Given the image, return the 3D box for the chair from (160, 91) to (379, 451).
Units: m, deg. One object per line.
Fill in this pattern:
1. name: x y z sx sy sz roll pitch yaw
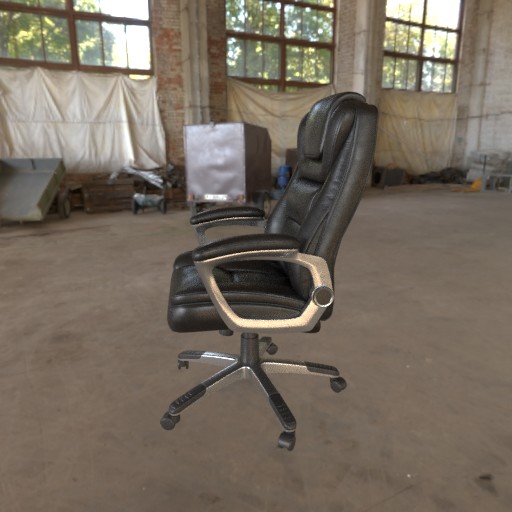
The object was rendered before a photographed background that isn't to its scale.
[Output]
1. chair: 0.000 0.000 1.540 0.689 1.075 0.697 -2 14 -9
